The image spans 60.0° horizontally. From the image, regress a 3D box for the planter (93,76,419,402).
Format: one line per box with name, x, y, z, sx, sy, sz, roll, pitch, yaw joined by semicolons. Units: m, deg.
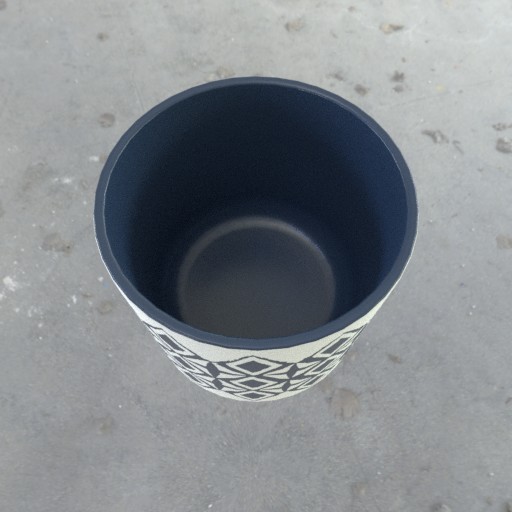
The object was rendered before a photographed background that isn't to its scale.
planter;0.000;0.000;0.396;0.224;0.203;0.224;0;64;0
